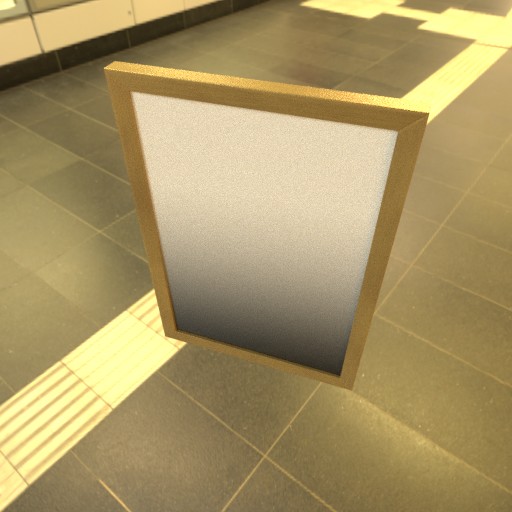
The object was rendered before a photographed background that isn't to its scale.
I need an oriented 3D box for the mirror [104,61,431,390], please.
[{"bbox_3d":[0.000,0.000,0.911,0.507,0.710,0.040,13,44,14],"label":"mirror"}]
